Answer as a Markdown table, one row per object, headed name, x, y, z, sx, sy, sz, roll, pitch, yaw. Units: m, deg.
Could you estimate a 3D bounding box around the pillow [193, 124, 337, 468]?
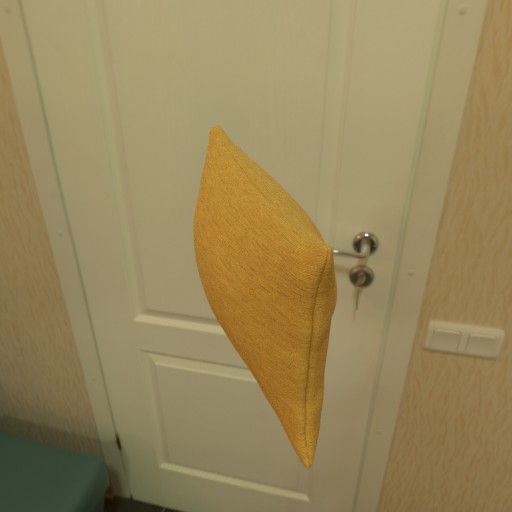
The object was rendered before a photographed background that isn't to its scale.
| name | x | y | z | sx | sy | sz | roll | pitch | yaw |
| --- | --- | --- | --- | --- | --- | --- | --- | --- | --- |
| pillow | 0.000 | 0.000 | 0.813 | 0.210 | 0.354 | 0.634 | -8 | 30 | -14 |
